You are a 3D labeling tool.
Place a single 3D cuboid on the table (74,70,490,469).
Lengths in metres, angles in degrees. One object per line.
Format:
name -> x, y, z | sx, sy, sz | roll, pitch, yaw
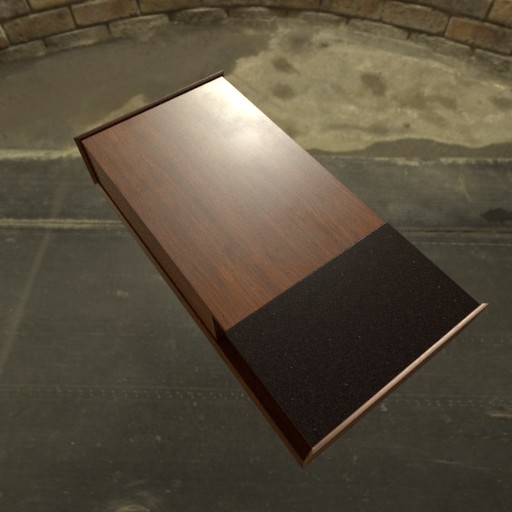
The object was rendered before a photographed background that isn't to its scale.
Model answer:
table -> 0.000, 0.000, 1.531 | 0.610, 0.508, 1.221 | -32, 63, -19
